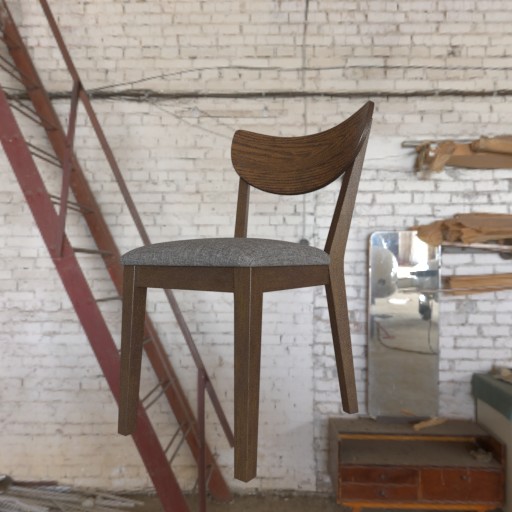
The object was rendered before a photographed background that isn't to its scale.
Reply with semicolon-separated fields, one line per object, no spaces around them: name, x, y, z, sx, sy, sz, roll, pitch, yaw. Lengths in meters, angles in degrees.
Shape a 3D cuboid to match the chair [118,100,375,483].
chair;0.000;0.000;1.176;0.491;0.849;0.583;0;0;37
